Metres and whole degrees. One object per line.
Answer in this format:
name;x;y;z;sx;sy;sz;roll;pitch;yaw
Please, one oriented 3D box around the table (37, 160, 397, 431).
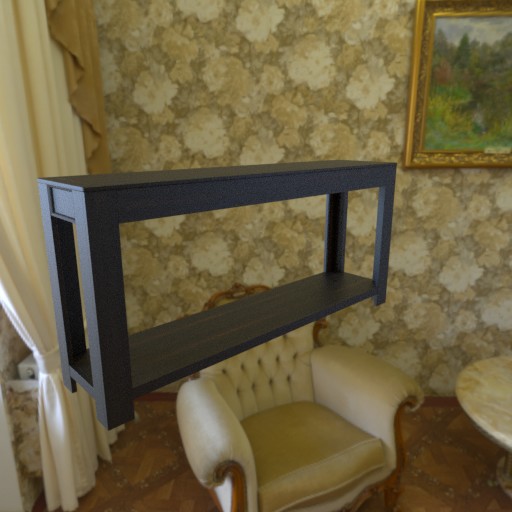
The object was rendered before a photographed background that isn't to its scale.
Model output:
table;0.000;0.000;1.962;1.631;0.762;0.384;-14;20;-41
